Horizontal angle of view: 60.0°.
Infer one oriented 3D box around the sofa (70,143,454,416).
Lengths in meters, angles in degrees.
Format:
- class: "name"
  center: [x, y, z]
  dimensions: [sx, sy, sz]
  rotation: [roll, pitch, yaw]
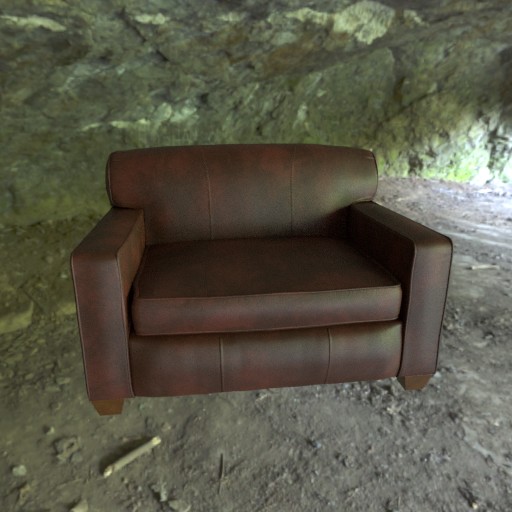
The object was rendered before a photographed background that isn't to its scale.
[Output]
- class: "sofa"
  center: [0.000, 0.000, 2.027]
  dimensions: [1.413, 0.956, 1.000]
  rotation: [-2, 18, -7]
